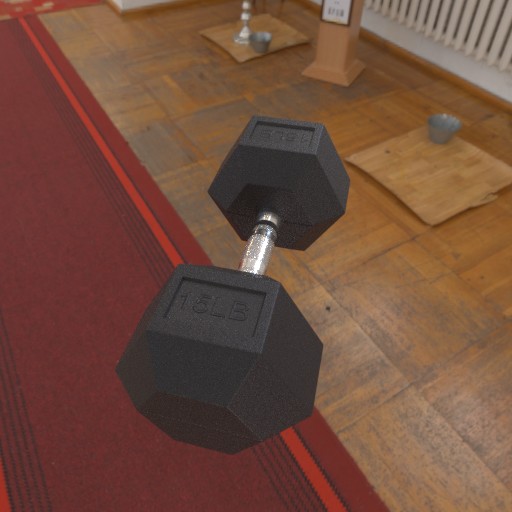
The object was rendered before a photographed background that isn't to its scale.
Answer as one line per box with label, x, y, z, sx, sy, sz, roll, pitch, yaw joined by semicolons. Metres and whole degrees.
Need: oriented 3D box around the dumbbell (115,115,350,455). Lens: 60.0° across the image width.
dumbbell;0.000;0.000;0.339;0.122;0.106;0.271;10;47;10
